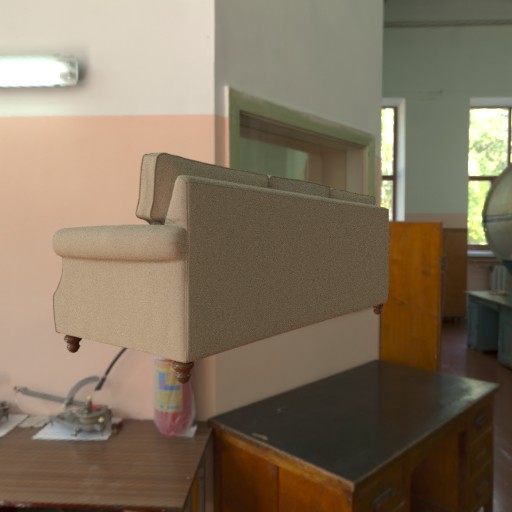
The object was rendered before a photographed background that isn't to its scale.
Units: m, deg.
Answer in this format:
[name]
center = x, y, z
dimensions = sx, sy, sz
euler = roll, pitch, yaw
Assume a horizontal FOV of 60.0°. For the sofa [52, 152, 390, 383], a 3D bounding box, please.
[sofa]
center = 0.000, 0.000, 2.836
dimensions = 0.966, 0.948, 2.354
euler = 2, 3, 37
